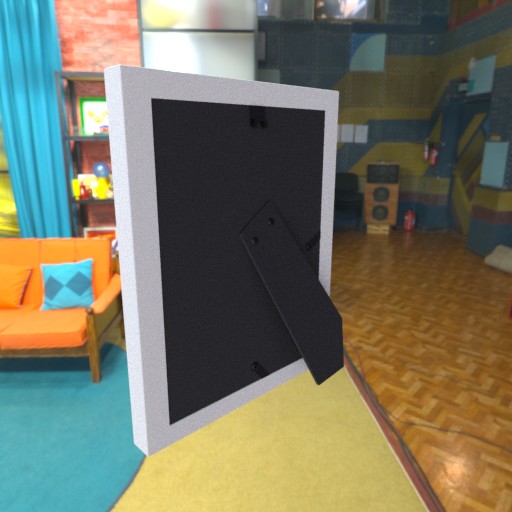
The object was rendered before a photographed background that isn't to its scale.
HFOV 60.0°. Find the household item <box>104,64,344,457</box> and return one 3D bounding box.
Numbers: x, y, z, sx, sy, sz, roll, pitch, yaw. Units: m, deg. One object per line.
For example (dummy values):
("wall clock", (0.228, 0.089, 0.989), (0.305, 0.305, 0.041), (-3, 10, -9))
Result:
("household item", (0.000, 0.000, 0.337), (0.200, 0.250, 0.045), (-14, 20, -42))
